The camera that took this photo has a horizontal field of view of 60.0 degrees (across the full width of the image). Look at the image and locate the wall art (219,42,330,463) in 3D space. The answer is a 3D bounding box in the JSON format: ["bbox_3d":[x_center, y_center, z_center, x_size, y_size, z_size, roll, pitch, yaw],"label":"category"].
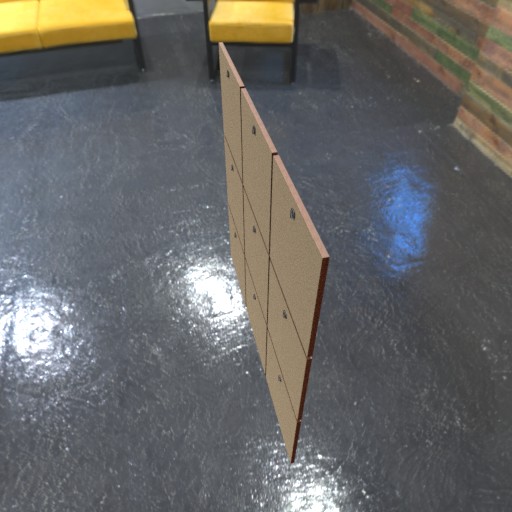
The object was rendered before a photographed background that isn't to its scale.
[{"bbox_3d":[0.000,0.000,1.328,0.018,0.904,0.906,-10,47,-9],"label":"wall art"}]
